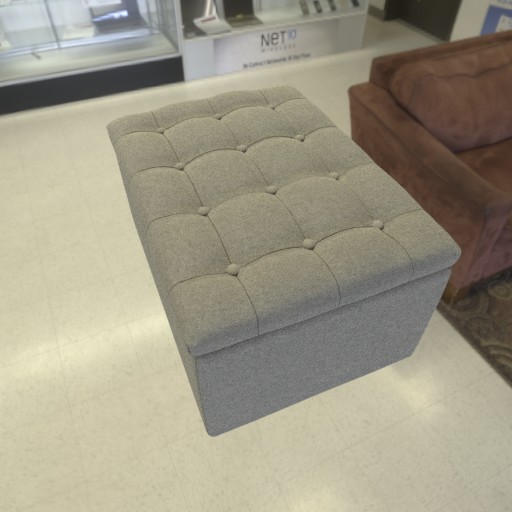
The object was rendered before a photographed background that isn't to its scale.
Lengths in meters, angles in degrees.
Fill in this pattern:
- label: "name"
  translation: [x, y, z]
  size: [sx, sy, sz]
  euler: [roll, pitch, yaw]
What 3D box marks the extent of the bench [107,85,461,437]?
- label: "bench"
  translation: [0.000, 0.000, 0.901]
  size: [0.417, 0.469, 0.572]
  euler: [-17, 49, -16]
